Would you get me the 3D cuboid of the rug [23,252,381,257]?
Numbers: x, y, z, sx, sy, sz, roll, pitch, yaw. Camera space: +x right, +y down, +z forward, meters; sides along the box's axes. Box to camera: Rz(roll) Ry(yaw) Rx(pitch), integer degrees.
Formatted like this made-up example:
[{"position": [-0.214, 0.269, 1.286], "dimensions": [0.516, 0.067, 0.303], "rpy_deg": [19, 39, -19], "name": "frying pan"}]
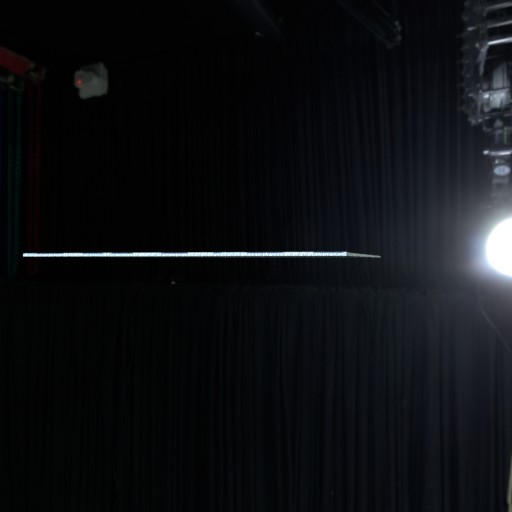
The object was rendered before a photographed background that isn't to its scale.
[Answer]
[{"position": [0.000, 0.000, 3.016], "dimensions": [1.518, 0.015, 2.438], "rpy_deg": [0, 0, 18], "name": "rug"}]
